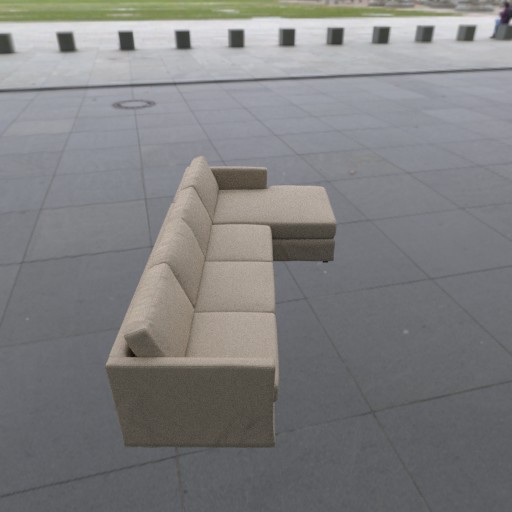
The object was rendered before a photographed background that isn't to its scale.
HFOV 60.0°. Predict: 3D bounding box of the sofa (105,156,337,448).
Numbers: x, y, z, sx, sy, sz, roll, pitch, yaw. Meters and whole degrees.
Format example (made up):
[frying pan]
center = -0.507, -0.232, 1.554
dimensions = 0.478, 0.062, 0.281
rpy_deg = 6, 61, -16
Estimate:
[sofa]
center = 0.000, 0.000, 3.864
dimensions = 1.622, 0.867, 3.177
rpy_deg = 0, 31, 0
